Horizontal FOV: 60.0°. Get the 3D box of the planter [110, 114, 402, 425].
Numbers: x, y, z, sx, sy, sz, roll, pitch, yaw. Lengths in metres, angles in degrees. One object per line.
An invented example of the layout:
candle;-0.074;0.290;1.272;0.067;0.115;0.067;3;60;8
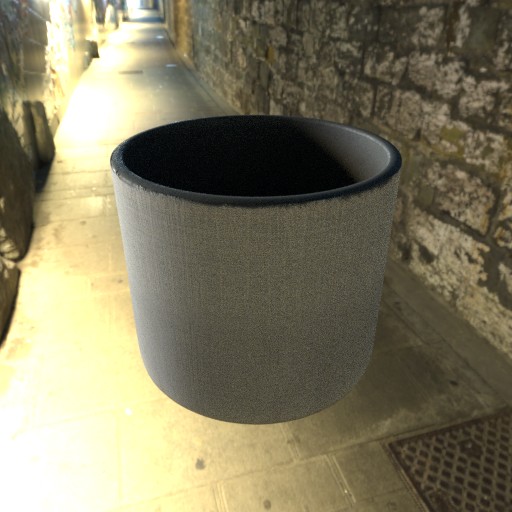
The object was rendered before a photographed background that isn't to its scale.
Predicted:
planter;0.000;0.000;0.398;0.226;0.201;0.226;0;30;0
